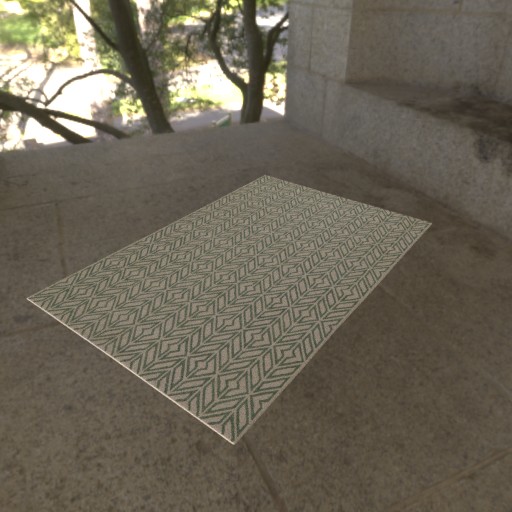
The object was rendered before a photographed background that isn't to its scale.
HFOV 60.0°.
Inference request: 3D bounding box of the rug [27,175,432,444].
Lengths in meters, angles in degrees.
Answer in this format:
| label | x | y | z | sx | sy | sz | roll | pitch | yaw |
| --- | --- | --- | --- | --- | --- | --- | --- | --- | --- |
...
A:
| label | x | y | z | sx | sy | sz | roll | pitch | yaw |
| --- | --- | --- | --- | --- | --- | --- | --- | --- | --- |
| rug | 0.000 | 0.000 | 2.309 | 1.220 | 0.007 | 1.828 | 22 | 39 | 31 |
